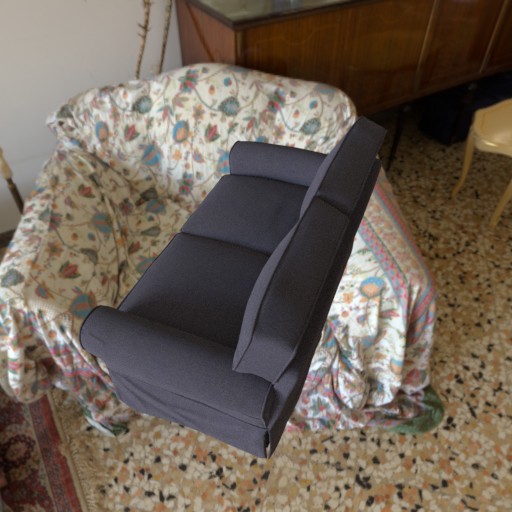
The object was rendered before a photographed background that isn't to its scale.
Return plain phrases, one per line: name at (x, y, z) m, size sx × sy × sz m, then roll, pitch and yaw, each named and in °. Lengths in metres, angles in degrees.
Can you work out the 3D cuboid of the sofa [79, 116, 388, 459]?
sofa at (0.000, 0.000, 2.434) m, size 0.997 × 1.059 × 1.801 m, roll 16°, pitch 47°, yaw 16°
